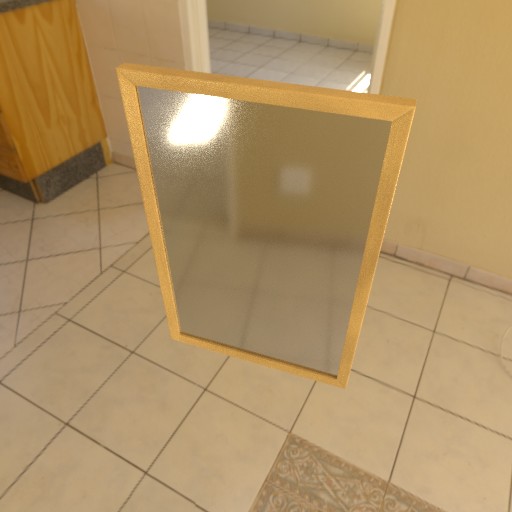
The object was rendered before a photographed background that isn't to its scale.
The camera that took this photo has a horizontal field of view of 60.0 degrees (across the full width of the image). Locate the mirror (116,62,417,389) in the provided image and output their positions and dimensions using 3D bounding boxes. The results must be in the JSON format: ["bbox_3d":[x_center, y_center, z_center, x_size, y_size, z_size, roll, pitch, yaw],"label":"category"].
[{"bbox_3d":[0.000,0.000,1.174,0.609,0.915,0.040,13,43,14],"label":"mirror"}]
